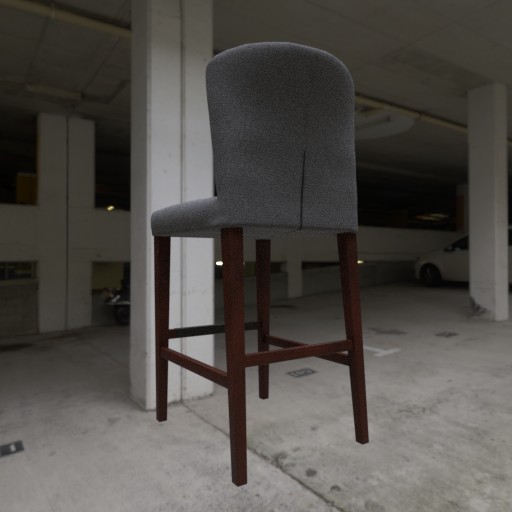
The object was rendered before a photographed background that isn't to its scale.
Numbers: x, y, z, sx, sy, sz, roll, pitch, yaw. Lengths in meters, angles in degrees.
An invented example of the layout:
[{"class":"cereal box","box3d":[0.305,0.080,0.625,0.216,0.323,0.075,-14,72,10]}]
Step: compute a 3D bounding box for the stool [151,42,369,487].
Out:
[{"class":"stool","box3d":[0.000,0.000,1.360,0.486,1.069,0.568,0,0,-34]}]
